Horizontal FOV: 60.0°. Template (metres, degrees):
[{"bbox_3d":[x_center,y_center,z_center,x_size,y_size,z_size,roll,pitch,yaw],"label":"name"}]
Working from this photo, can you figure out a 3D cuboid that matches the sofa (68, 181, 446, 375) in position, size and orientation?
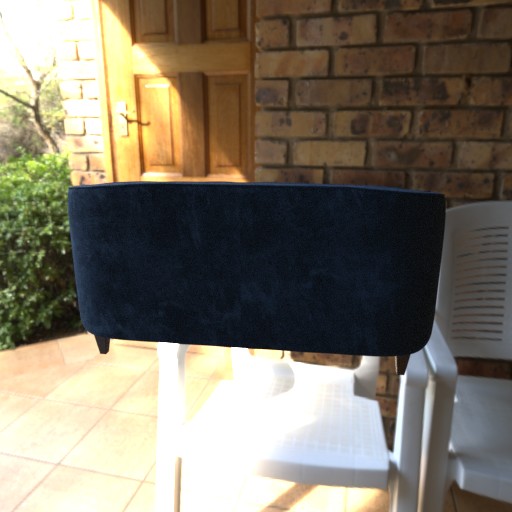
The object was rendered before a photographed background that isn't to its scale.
[{"bbox_3d":[0.000,0.000,2.323,1.733,0.854,0.941,2,16,8],"label":"sofa"}]
